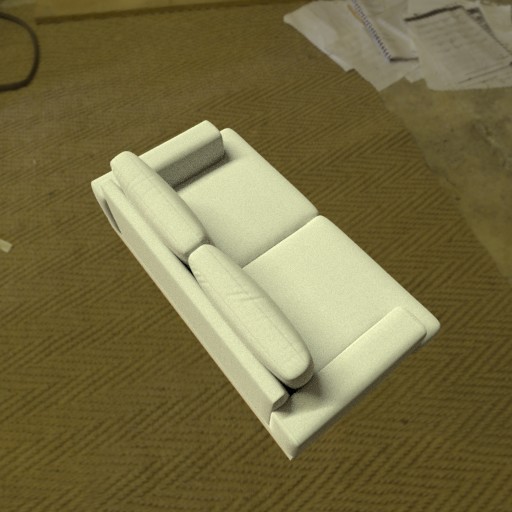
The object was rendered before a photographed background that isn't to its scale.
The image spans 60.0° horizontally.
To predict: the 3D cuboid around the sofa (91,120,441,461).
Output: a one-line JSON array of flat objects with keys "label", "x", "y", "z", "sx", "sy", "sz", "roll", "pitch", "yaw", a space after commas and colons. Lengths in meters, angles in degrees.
[{"label": "sofa", "x": 0.000, "y": 0.000, "z": 2.197, "sx": 0.915, "sy": 0.810, "sz": 1.651, "roll": -34, "pitch": 65, "yaw": -19}]
